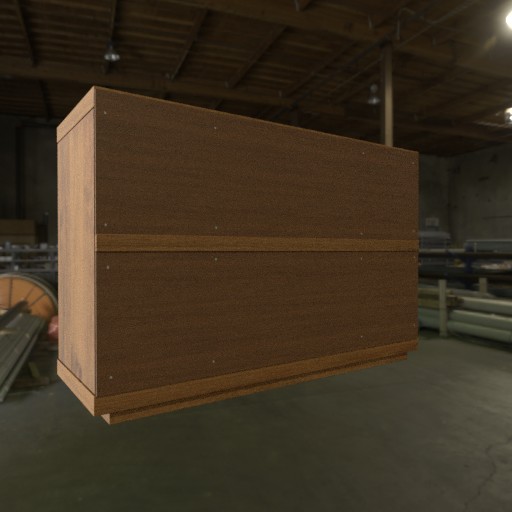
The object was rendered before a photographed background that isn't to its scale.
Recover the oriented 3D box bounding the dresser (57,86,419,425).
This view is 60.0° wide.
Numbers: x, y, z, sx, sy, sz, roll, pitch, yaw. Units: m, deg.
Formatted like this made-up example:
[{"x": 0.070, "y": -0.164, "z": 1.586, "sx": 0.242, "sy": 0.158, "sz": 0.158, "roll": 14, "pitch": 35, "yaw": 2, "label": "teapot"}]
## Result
[{"x": 0.000, "y": 0.000, "z": 1.605, "sx": 1.261, "sy": 0.825, "sz": 0.479, "roll": 0, "pitch": 1, "yaw": -35, "label": "dresser"}]
